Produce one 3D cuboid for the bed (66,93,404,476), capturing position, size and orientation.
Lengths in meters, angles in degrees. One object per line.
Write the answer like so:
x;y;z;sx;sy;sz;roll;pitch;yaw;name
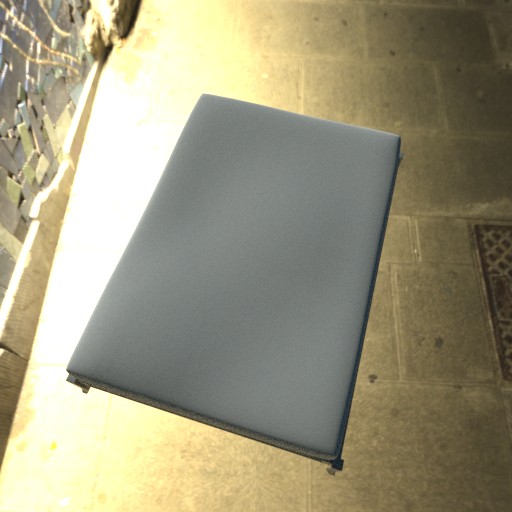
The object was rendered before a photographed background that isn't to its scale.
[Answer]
0.000;0.000;2.614;1.460;0.510;1.985;15;64;7;bed
